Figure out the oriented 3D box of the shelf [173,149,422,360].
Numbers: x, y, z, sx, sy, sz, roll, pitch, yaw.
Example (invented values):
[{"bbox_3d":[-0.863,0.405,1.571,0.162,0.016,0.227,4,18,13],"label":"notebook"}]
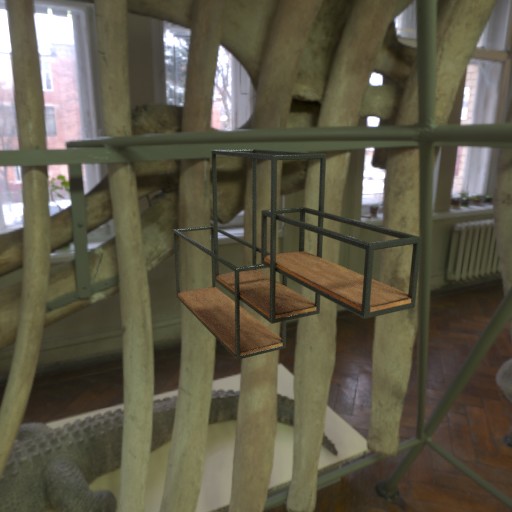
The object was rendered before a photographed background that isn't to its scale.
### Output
[{"bbox_3d":[0.000,0.000,2.114,0.275,0.972,1.781,-8,17,-26],"label":"shelf"}]
